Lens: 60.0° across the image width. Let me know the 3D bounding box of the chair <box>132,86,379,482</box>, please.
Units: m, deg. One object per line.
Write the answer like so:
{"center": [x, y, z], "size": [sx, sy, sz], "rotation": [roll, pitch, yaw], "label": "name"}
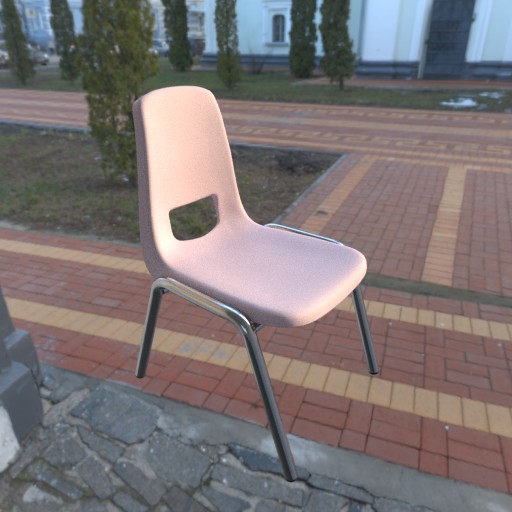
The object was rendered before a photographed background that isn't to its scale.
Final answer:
{"center": [0.000, 0.000, 0.844], "size": [0.423, 0.586, 0.354], "rotation": [18, 31, 33], "label": "chair"}
